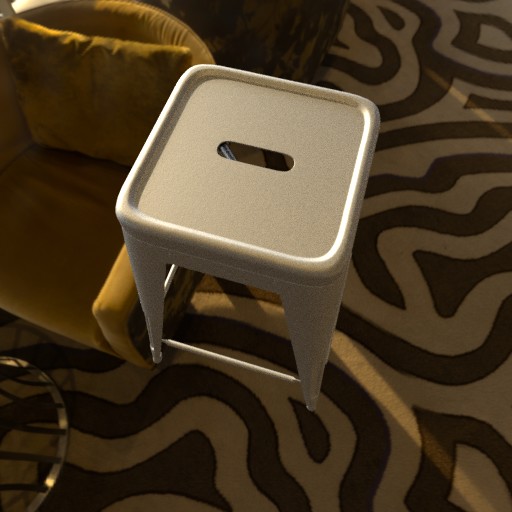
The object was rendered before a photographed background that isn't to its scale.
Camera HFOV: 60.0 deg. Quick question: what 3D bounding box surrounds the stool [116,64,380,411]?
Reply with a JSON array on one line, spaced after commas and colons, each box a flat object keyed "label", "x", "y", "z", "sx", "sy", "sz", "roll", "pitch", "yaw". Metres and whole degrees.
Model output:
[{"label": "stool", "x": 0.000, "y": 0.000, "z": 0.867, "sx": 0.406, "sy": 0.610, "sz": 0.406, "roll": 15, "pitch": 64, "yaw": 7}]
